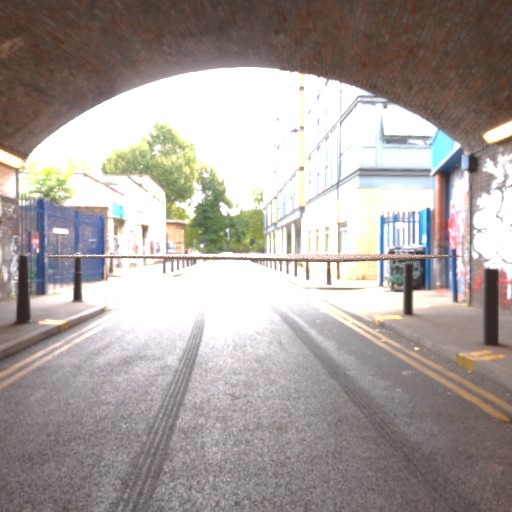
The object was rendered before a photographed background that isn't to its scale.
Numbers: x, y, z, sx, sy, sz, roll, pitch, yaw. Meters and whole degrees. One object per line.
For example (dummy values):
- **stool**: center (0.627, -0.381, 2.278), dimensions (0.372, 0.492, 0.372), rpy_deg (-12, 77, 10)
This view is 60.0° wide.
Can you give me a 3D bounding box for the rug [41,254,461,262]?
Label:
- **rug**: center (0.000, 0.000, 4.792), dimensions (3.585, 0.036, 2.892), rpy_deg (0, 1, 36)
